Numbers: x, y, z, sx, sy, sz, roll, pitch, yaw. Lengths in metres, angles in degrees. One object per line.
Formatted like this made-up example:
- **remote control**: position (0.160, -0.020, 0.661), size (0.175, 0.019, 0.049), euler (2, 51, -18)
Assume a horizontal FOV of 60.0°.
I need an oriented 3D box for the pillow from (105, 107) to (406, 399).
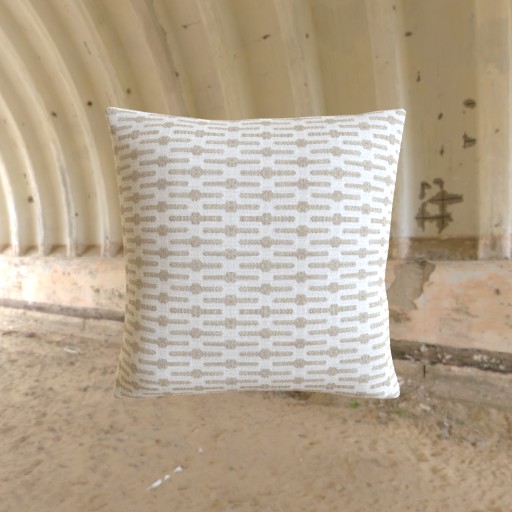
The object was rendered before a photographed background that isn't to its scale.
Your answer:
- **pillow**: position (0.000, 0.000, 0.753), size (0.496, 0.491, 0.219), euler (0, 1, -1)
